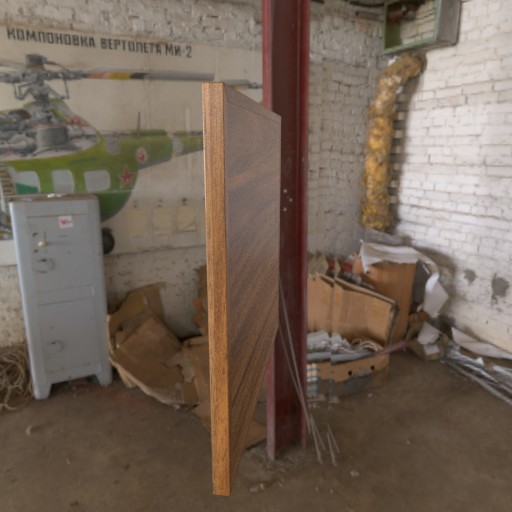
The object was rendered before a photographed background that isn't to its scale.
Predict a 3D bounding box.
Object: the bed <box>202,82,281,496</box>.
[{"bbox_3d":[0.000,0.000,1.458,0.043,0.940,1.041,2,14,9],"label":"bed"}]
